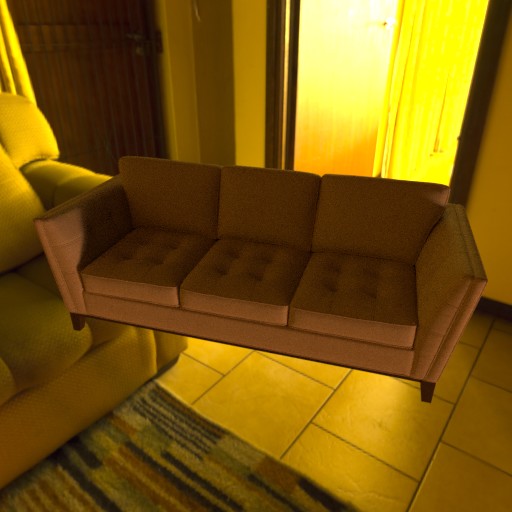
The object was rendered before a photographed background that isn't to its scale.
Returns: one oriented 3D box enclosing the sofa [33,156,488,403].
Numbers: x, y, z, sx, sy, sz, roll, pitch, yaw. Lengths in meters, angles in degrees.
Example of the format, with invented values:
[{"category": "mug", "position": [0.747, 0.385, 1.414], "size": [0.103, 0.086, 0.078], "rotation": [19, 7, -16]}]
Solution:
[{"category": "sofa", "position": [0.000, 0.000, 2.761], "size": [2.388, 0.940, 0.965], "rotation": [8, 29, 15]}]
